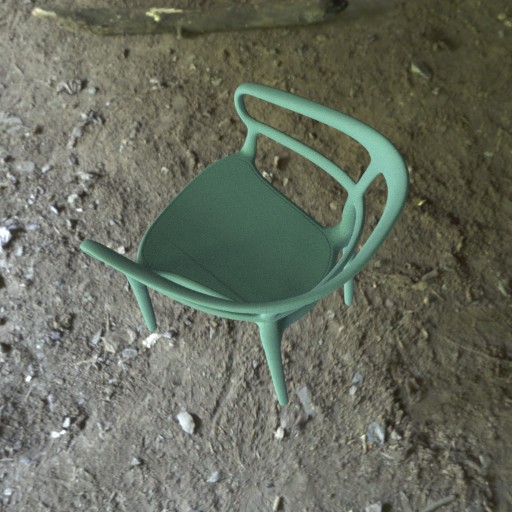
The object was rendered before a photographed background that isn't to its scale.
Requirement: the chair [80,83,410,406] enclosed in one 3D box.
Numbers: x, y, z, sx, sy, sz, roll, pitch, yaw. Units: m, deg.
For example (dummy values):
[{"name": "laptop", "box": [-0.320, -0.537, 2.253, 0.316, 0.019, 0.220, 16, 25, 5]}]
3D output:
[{"name": "chair", "box": [0.000, 0.000, 1.124, 0.527, 0.761, 0.559, 32, 68, 15]}]
